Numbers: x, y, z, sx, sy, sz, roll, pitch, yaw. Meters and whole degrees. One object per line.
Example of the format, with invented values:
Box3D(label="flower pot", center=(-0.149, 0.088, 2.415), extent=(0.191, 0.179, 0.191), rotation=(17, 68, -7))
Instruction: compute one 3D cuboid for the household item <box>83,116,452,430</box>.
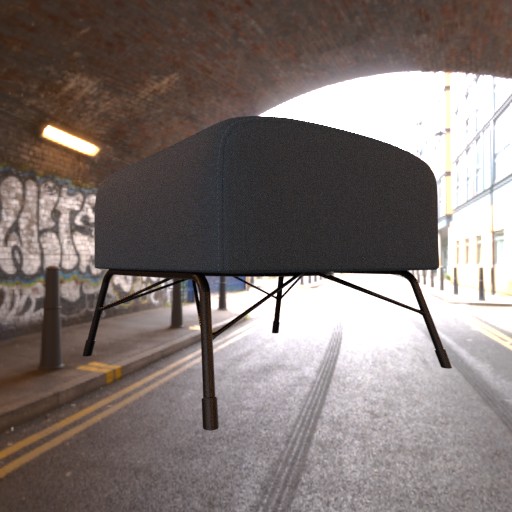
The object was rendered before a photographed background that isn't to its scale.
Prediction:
Box3D(label="household item", center=(0.000, 0.000, 0.888), extent=(0.530, 0.420, 0.530), rotation=(1, -1, -36))
